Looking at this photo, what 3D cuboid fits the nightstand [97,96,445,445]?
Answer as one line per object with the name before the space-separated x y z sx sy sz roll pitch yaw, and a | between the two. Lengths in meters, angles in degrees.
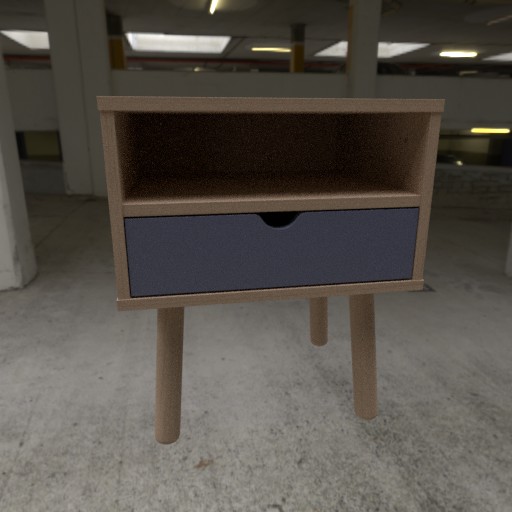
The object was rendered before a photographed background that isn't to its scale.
nightstand | 0.000 0.000 0.816 0.450 0.530 0.380 -3 17 -10
